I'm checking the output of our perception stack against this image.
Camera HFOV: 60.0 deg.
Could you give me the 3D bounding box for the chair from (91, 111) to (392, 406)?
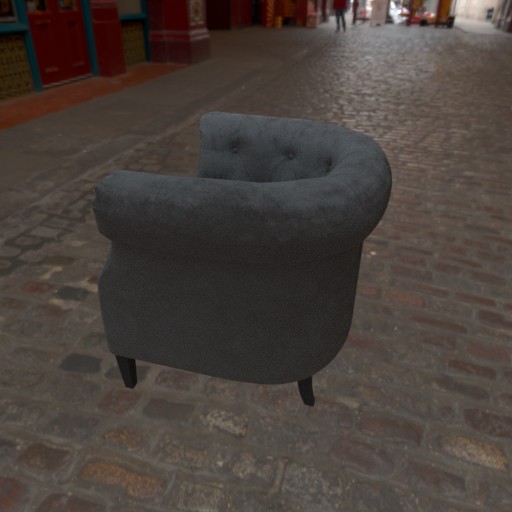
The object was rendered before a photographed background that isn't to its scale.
[{"bbox_3d":[0.000,0.000,1.597,0.851,0.826,0.904,9,32,14],"label":"chair"}]
